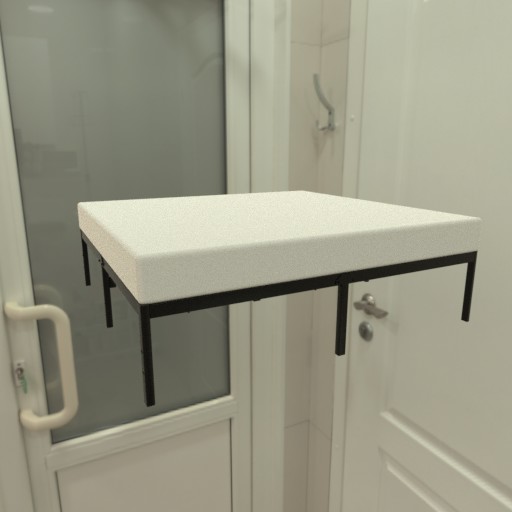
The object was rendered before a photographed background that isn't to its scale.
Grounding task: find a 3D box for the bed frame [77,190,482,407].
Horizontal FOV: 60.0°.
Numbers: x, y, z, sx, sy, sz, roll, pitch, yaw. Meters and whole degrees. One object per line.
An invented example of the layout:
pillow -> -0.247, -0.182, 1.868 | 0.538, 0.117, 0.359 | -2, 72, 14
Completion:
bed frame -> 0.000, 0.000, 3.099 | 2.079, 0.659, 1.963 | -7, 16, -27
